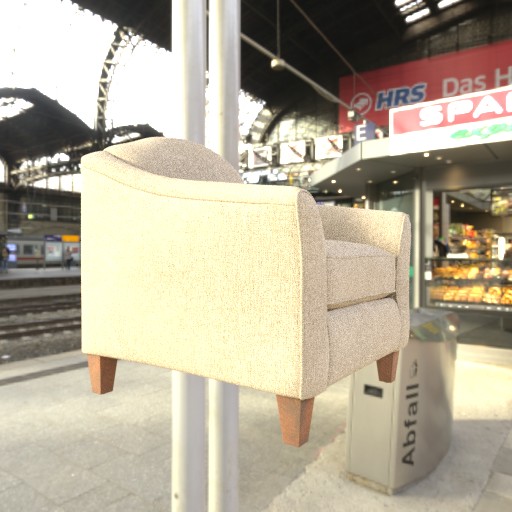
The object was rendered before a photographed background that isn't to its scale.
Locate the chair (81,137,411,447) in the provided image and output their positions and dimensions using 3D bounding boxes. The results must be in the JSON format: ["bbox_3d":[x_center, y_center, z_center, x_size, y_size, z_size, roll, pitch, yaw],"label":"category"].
[{"bbox_3d":[0.000,0.000,1.418,0.787,0.839,0.763,0,0,36],"label":"chair"}]
